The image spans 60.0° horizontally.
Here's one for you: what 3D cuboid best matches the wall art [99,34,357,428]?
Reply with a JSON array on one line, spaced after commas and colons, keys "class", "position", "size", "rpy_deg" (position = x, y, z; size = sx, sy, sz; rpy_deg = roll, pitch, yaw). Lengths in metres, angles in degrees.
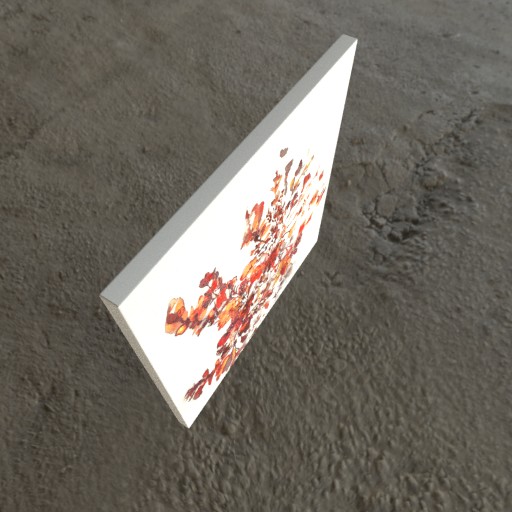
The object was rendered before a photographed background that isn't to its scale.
[{"class": "wall art", "position": [0.000, 0.000, 1.099], "size": [0.037, 0.757, 0.757], "rpy_deg": [28, 61, 17]}]
